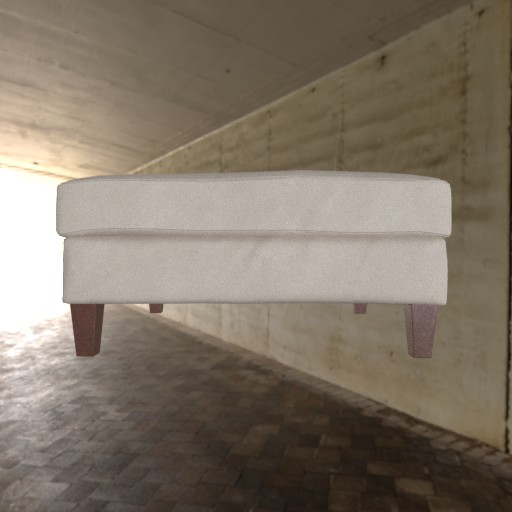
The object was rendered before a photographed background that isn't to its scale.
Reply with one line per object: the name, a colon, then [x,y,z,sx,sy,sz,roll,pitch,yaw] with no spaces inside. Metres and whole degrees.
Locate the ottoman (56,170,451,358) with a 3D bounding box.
ottoman: [0.000,0.000,1.491,1.002,0.492,0.836,0,1,1]
